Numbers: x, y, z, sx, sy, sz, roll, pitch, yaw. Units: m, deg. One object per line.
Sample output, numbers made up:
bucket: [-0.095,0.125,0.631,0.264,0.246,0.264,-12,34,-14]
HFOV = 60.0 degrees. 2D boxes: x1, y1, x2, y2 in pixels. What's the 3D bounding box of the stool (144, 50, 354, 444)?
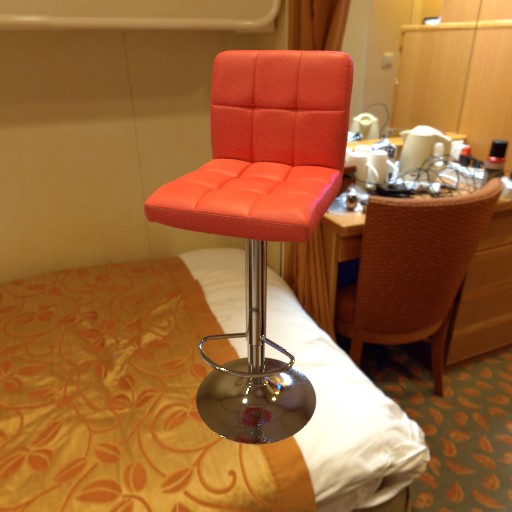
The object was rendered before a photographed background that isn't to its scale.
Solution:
stool: [0.000,0.000,1.332,0.430,1.115,0.505,9,27,17]
